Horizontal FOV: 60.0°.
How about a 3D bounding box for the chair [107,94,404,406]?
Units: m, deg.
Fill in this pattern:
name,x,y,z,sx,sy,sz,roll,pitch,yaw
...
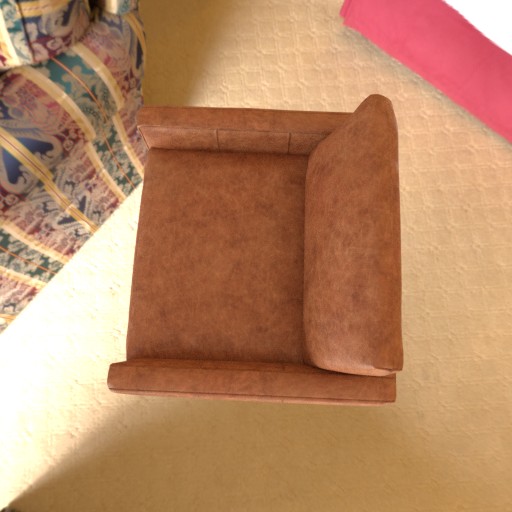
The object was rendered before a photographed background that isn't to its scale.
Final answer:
name,x,y,z,sx,sy,sz,roll,pitch,yaw
chair,0.000,0.000,1.569,0.862,0.869,0.967,2,77,1
